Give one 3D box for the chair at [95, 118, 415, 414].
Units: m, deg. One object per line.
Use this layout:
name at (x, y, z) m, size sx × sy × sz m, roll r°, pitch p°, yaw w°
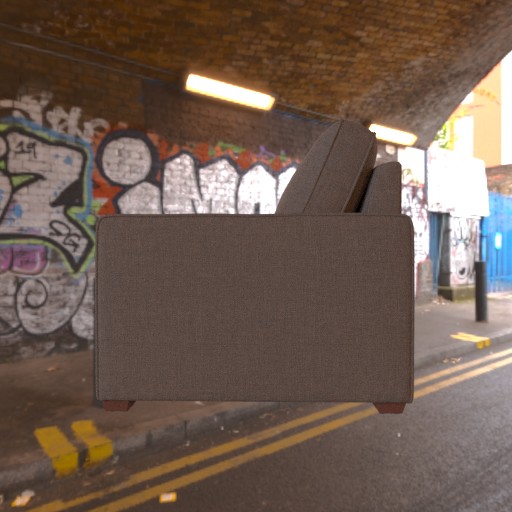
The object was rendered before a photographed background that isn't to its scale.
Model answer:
chair at (0.000, 0.000, 1.764) m, size 0.940 × 0.919 × 1.017 m, roll 0°, pitch 1°, yaw 1°
